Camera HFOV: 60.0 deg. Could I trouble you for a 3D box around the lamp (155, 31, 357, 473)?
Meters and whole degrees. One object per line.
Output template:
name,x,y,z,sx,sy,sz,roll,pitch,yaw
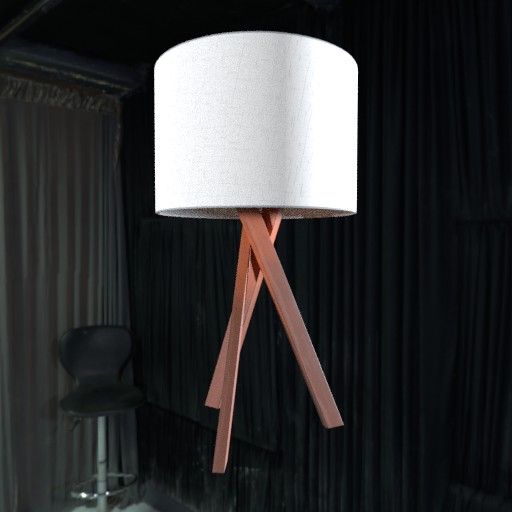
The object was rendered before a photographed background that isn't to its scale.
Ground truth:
lamp,0.000,0.000,0.863,0.380,0.686,0.380,2,3,37
